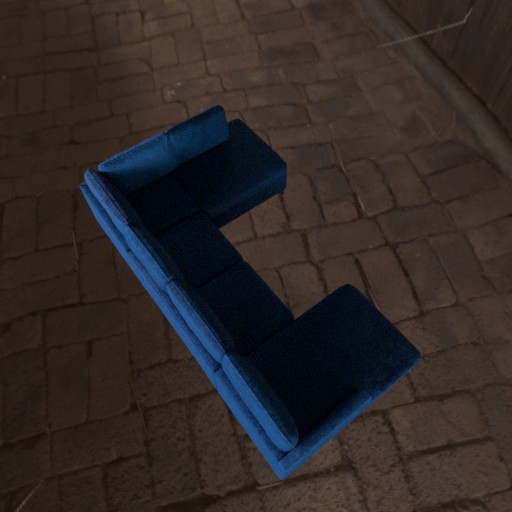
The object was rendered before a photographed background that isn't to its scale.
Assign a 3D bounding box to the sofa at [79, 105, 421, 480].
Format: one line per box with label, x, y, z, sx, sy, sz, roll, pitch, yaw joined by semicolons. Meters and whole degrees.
sofa;0.000;0.000;4.408;2.055;0.992;3.434;-33;64;-18
